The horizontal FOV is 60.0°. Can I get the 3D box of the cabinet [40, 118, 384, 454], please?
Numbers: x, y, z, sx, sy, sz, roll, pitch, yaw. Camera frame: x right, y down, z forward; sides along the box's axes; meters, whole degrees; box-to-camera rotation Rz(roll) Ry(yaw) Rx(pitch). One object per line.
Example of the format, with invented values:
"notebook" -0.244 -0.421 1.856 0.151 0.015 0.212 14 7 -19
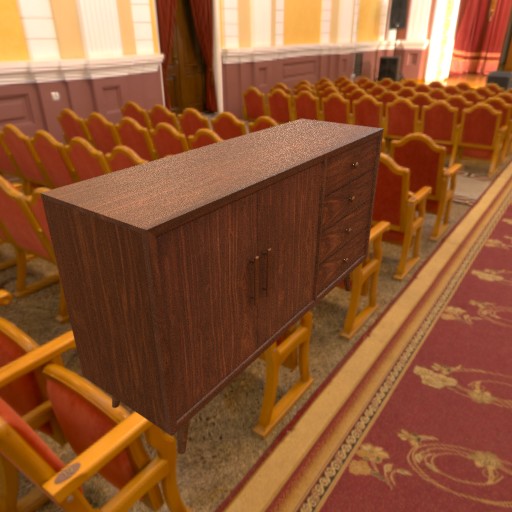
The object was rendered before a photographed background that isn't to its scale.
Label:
"cabinet" 0.000 0.000 2.020 0.505 0.940 1.575 18 32 32
